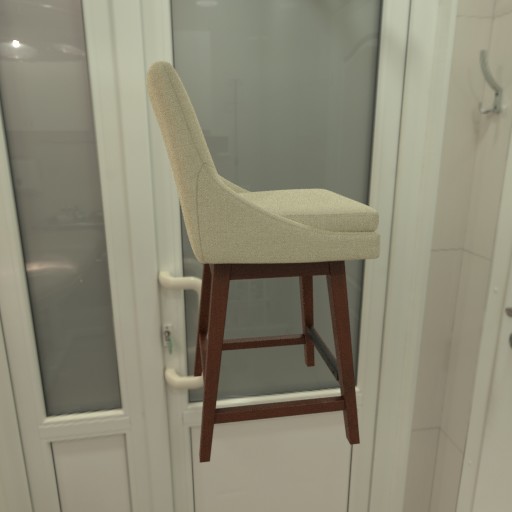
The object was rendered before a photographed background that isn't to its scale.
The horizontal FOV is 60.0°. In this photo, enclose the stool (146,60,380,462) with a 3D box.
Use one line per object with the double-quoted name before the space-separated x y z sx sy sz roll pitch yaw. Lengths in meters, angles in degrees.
"stool" 0.000 0.000 1.290 0.559 0.991 0.469 -3 16 -9
